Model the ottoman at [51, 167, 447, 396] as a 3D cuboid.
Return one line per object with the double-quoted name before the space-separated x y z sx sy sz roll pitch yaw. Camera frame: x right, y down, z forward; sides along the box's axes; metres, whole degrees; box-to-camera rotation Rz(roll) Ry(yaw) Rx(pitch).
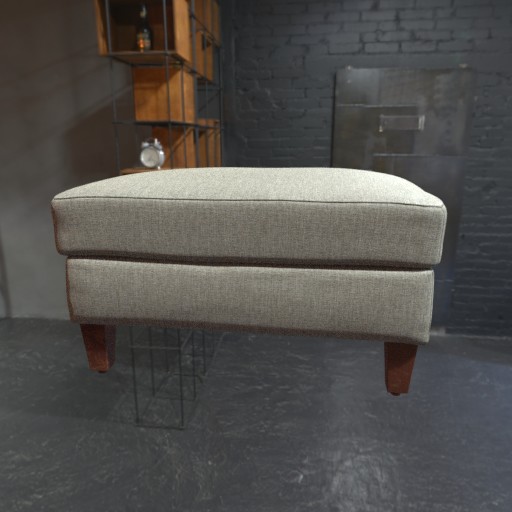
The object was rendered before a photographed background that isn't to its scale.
"ottoman" 0.000 0.000 1.265 0.873 0.494 0.639 2 15 8
